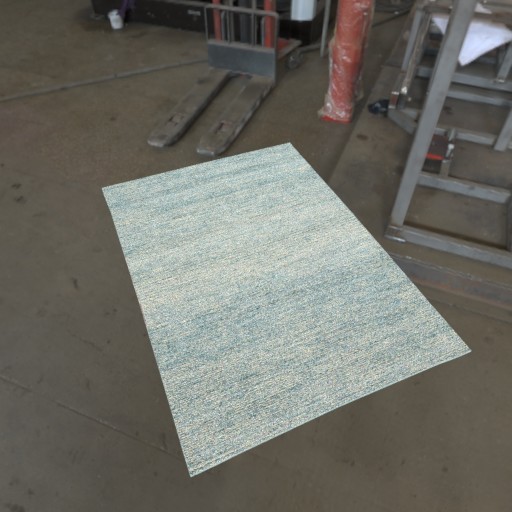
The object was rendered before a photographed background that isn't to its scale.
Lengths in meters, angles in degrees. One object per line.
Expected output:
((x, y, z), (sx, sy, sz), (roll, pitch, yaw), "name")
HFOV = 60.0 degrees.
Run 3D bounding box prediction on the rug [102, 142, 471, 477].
((0.000, 0.000, 2.908), (1.611, 0.026, 2.260), (-17, 49, -16), "rug")
